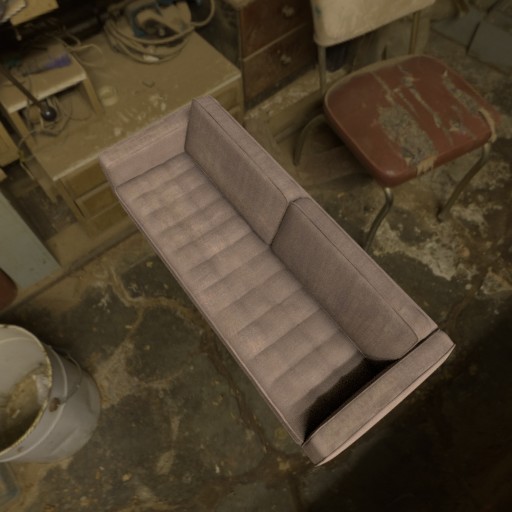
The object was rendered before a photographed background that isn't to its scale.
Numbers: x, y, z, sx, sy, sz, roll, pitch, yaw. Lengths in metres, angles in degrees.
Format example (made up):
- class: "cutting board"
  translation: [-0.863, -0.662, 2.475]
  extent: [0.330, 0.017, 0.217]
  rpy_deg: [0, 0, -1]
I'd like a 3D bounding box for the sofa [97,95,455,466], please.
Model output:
- class: "sofa"
  translation: [0.000, 0.000, 2.716]
  extent: [0.923, 0.813, 2.295]
  rpy_deg: [-34, 67, -16]
